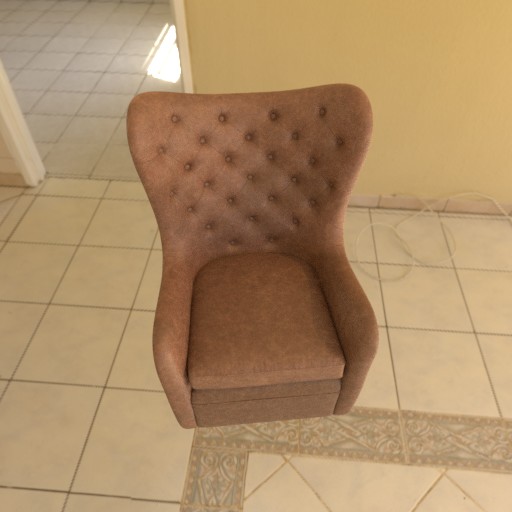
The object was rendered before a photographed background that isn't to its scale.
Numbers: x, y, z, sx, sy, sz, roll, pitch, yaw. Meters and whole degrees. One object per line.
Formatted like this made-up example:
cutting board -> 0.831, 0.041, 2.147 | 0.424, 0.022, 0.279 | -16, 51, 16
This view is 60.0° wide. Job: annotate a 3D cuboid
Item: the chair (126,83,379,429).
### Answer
chair -> 0.000, 0.000, 1.739 | 0.831, 1.079, 0.930 | -4, 47, -4
